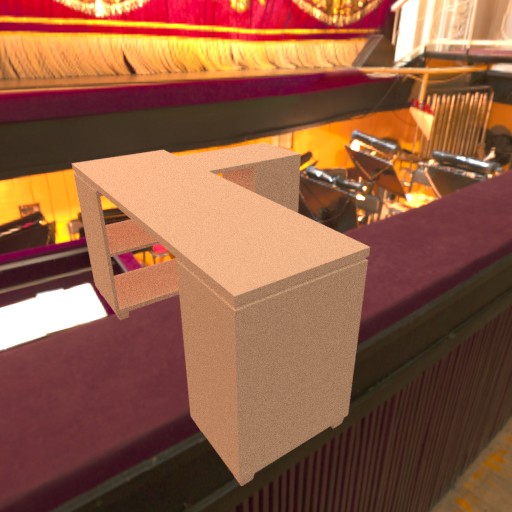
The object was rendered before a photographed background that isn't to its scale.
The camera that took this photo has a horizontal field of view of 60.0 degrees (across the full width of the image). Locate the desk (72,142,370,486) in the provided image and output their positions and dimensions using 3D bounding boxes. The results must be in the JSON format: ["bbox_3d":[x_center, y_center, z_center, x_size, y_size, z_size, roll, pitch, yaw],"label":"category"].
[{"bbox_3d":[0.000,0.000,2.154,1.199,0.759,1.524,-18,32,-31],"label":"desk"}]
